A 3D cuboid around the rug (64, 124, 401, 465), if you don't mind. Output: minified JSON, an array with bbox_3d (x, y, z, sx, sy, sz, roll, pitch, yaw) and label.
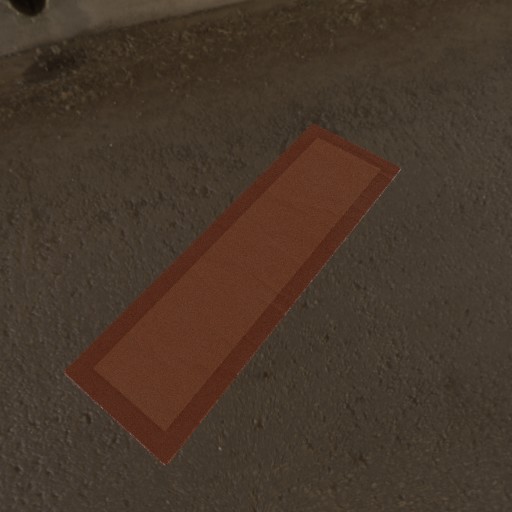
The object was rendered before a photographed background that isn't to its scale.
[{"bbox_3d":[0.000,0.000,2.765,0.914,0.013,2.471,30,63,17],"label":"rug"}]
